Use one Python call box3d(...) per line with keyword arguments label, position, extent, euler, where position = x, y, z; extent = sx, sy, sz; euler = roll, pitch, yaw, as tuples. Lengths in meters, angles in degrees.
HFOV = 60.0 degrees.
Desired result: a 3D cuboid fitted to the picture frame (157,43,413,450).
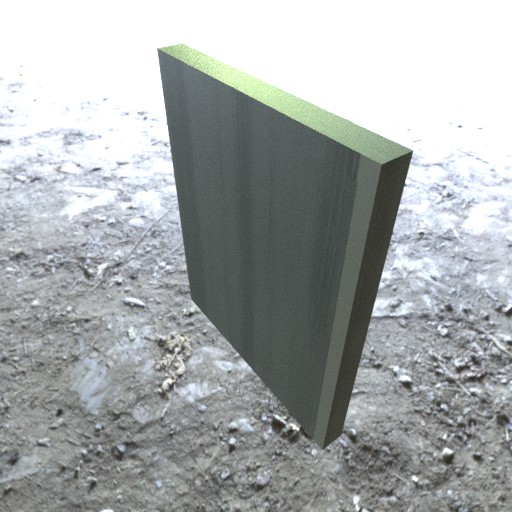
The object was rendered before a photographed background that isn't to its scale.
box3d(label="picture frame", position=(0.000, 0.000, 0.735), extent=(0.046, 0.555, 0.449), euler=(-26, 47, -27))
